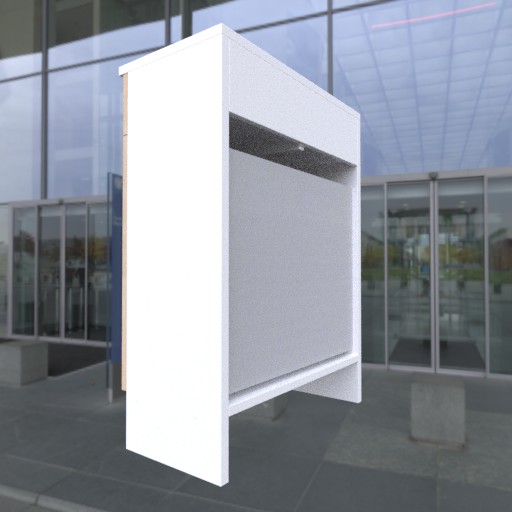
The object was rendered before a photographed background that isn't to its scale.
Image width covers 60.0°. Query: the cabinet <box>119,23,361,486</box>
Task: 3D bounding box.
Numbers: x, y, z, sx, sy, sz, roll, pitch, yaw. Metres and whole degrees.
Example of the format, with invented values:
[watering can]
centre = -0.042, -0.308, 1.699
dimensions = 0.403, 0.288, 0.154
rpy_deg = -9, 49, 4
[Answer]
[cabinet]
centre = 0.000, 0.000, 1.106
dimensions = 0.296, 0.815, 0.600
rpy_deg = -1, -1, 37
